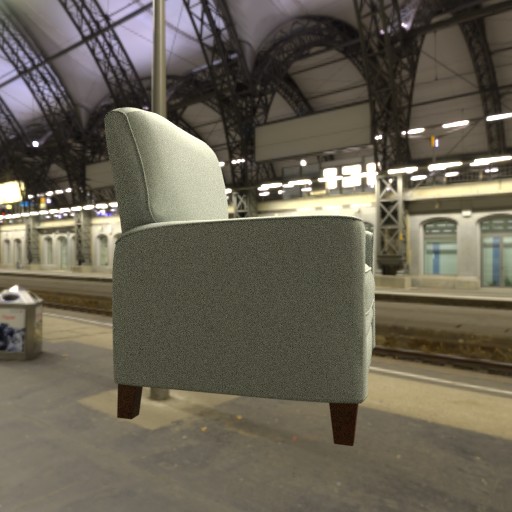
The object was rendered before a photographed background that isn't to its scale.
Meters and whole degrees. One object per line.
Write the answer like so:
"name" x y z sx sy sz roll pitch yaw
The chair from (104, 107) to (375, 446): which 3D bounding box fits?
"chair" 0.000 0.000 1.640 0.846 1.007 0.853 0 0 17
